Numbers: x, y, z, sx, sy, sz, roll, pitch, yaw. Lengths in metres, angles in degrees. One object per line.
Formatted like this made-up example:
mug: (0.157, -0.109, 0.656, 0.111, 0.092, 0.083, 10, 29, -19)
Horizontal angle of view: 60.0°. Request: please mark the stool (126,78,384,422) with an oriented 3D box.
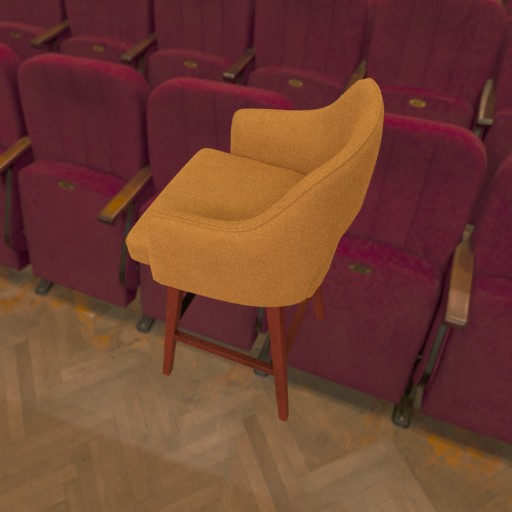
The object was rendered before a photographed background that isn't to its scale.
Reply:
stool: (0.000, 0.000, 1.326, 0.558, 1.012, 0.548, 17, 49, 15)
